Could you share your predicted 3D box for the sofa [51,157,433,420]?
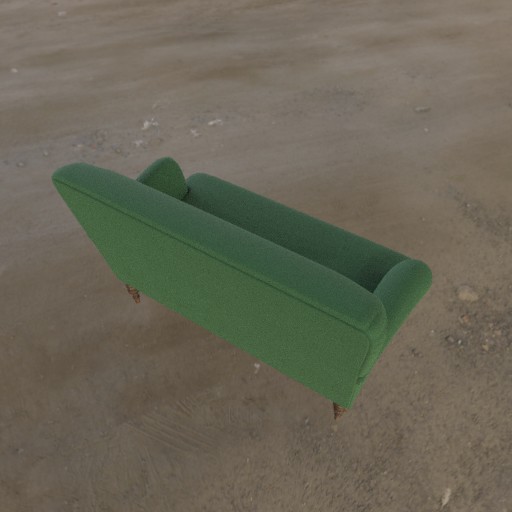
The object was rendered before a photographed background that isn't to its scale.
[{"bbox_3d":[0.000,0.000,1.804,1.297,0.889,0.779,25,53,21],"label":"sofa"}]
